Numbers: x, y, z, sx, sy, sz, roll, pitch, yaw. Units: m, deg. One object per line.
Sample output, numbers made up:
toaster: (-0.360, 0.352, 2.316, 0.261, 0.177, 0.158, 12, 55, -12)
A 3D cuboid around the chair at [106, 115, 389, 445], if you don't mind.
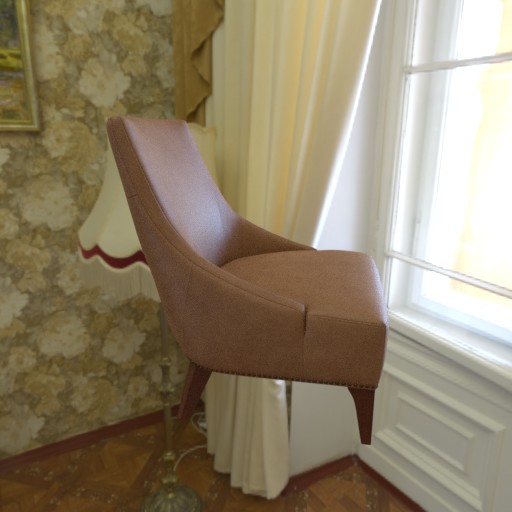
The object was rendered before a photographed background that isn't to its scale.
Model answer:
chair: (0.000, 0.000, 1.515, 0.861, 0.909, 0.701, 3, 16, 10)
